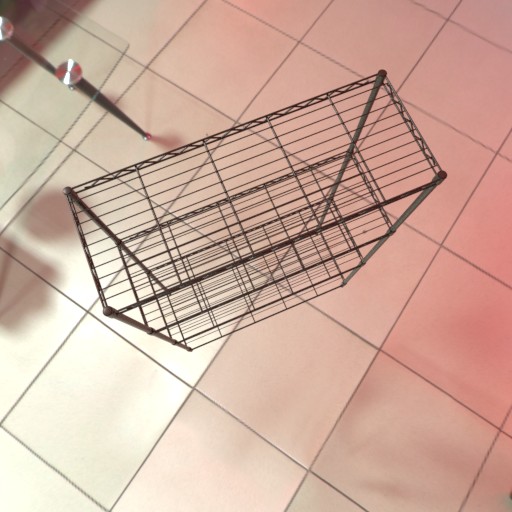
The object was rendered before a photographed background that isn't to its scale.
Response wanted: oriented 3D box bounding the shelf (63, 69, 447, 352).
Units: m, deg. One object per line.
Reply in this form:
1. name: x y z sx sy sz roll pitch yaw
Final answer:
1. shelf: 0.000 0.000 1.764 0.907 1.361 0.352 -22 75 -6
